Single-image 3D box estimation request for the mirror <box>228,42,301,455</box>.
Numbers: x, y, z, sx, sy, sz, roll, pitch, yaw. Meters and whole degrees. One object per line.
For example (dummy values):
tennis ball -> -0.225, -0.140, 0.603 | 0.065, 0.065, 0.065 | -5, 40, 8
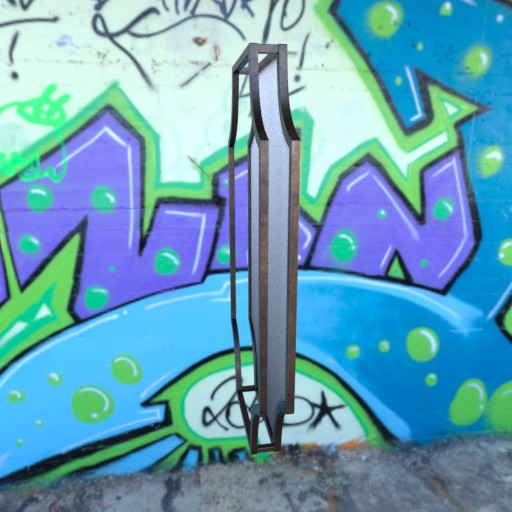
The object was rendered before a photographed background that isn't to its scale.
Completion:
mirror -> 0.000, 0.000, 0.976 | 0.066, 0.811, 0.462 | -2, 14, -9
